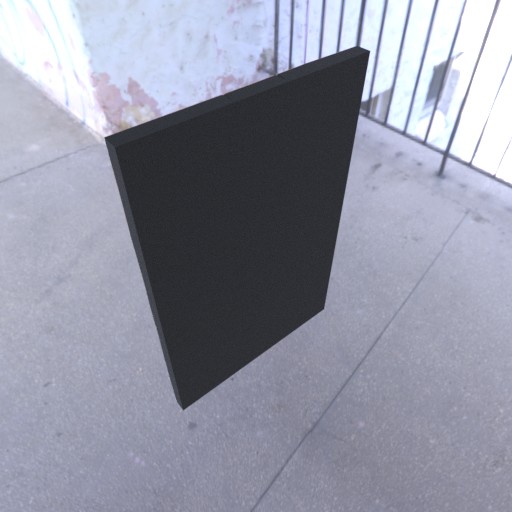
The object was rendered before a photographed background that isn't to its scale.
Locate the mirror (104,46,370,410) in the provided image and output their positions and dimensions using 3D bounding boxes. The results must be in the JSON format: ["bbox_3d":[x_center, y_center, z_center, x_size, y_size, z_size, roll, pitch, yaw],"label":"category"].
[{"bbox_3d":[0.000,0.000,1.164,0.606,0.912,0.044,-30,53,-26],"label":"mirror"}]
